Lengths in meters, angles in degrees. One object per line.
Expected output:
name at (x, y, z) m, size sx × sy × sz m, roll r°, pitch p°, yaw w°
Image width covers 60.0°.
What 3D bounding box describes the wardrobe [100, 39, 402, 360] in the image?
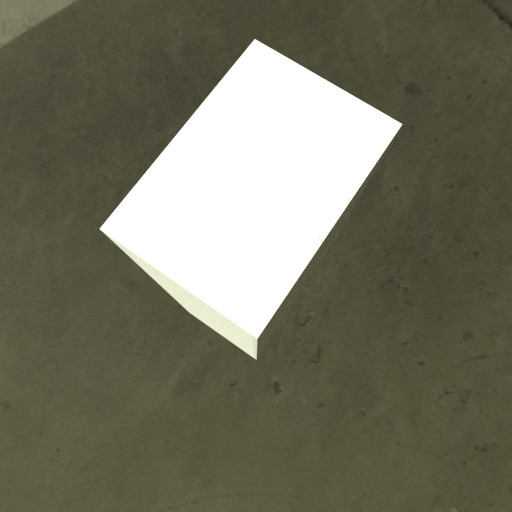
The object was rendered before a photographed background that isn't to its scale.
wardrobe at (0.000, 0.000, 2.424) m, size 0.600 × 2.040 × 0.860 m, roll 34°, pitch 78°, yaw 8°
